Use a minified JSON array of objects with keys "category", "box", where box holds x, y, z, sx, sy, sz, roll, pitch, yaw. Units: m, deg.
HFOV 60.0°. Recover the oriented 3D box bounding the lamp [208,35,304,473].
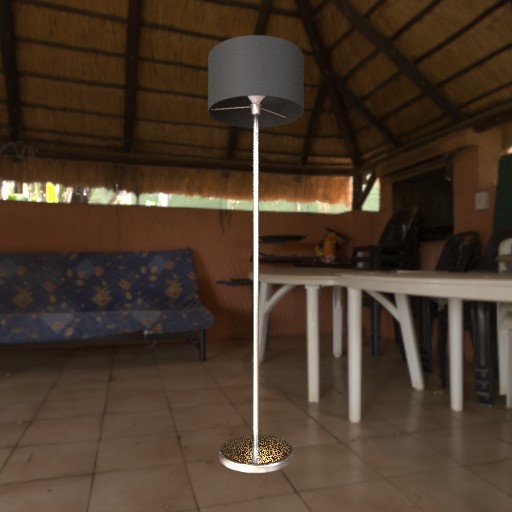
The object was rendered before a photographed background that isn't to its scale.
[{"category":"lamp","box":[0.000,0.000,1.616,0.348,1.443,0.348,0,-1,-17]}]
